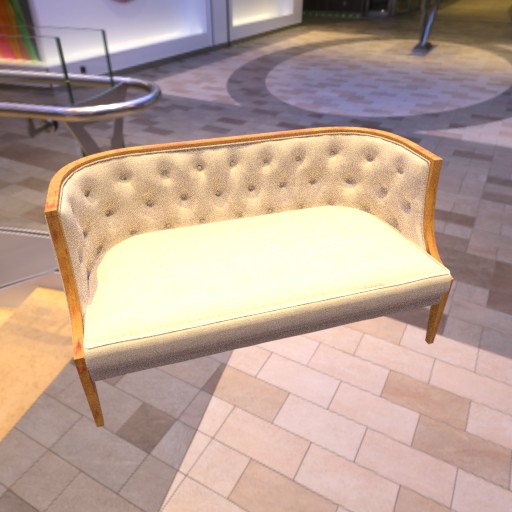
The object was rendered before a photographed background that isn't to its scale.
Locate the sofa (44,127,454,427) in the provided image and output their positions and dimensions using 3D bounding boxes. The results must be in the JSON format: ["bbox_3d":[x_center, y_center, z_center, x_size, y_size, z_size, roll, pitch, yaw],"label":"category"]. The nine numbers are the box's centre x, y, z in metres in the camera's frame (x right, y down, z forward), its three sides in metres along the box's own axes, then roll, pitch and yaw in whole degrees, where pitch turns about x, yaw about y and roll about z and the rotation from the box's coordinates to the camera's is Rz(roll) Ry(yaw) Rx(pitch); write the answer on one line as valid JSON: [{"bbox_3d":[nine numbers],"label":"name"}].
[{"bbox_3d":[0.000,0.000,1.857,1.474,0.775,0.770,-10,35,-14],"label":"sofa"}]
